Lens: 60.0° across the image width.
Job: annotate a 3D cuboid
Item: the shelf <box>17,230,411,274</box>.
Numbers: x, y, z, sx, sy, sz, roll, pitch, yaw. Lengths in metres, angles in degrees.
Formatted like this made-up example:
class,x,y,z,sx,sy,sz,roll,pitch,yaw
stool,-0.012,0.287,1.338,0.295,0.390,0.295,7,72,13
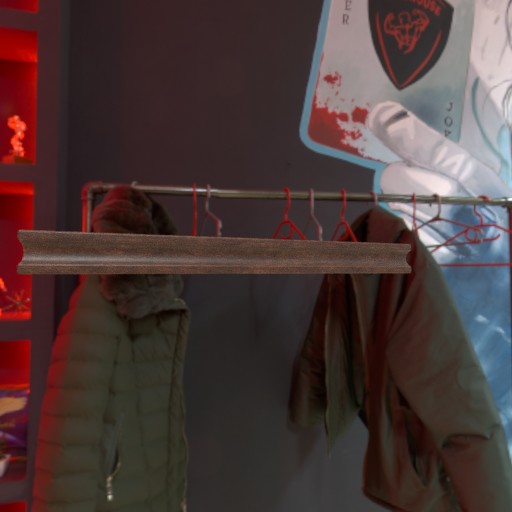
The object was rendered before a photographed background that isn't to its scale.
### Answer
class,x,y,z,sx,sy,sz,roll,pitch,yaw
shelf,0.000,0.000,0.441,0.296,0.035,0.296,-1,-2,18
